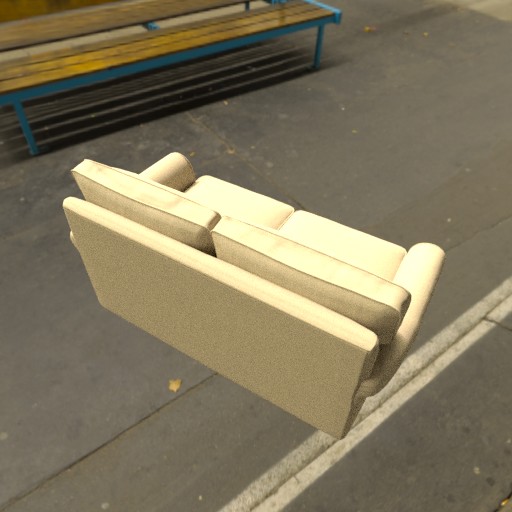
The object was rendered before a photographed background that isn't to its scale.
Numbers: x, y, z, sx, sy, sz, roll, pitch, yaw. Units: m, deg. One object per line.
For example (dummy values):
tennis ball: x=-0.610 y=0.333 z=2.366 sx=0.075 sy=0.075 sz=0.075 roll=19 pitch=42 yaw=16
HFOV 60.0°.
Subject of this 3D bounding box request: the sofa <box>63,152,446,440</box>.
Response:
sofa: x=0.000 y=0.000 z=2.219 sx=1.665 sy=0.937 sz=0.964 roll=23 pitch=49 yaw=22
